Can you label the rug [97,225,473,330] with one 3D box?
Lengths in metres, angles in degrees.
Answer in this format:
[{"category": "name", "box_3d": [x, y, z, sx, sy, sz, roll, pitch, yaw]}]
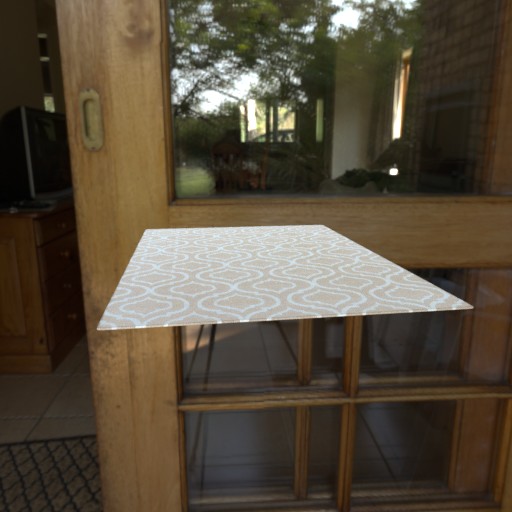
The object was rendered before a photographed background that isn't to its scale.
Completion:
[{"category": "rug", "box_3d": [0.000, 0.000, 2.770, 1.524, 0.010, 2.134, -2, 14, -9]}]
